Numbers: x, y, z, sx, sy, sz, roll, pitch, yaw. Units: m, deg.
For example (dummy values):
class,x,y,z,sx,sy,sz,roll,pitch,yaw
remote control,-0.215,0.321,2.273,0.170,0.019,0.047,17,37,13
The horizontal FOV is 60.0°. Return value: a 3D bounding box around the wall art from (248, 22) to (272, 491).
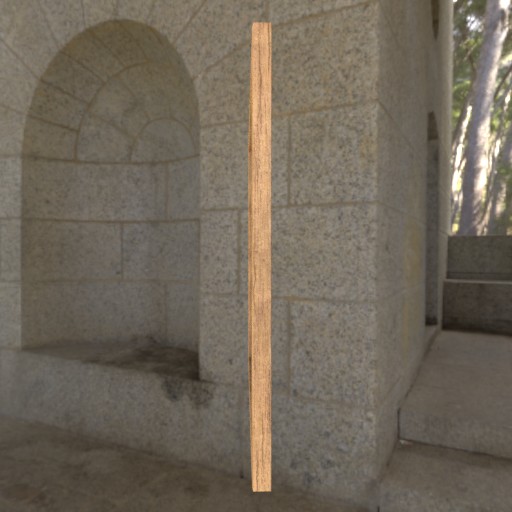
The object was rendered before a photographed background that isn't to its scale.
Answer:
class,x,y,z,sx,sy,sz,roll,pitch,yaw
wall art,0.000,0.000,1.000,0.029,0.691,0.695,0,0,-1
